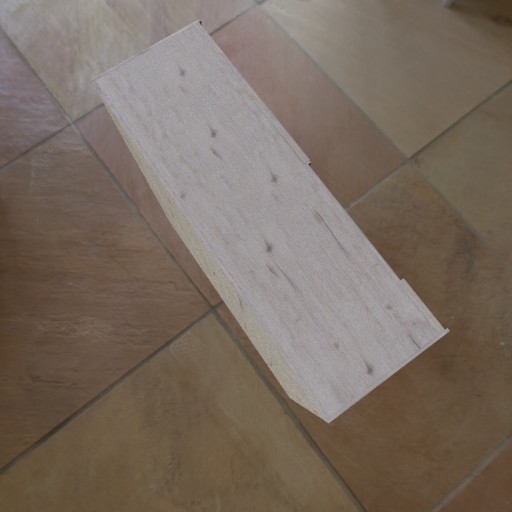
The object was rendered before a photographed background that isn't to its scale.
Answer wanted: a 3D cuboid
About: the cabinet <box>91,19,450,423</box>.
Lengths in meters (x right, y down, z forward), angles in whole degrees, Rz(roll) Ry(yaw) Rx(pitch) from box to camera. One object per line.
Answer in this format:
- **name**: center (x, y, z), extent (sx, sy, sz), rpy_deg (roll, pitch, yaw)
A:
- **cabinet**: center (0.000, 0.000, 3.142), extent (0.660, 2.180, 2.000), rpy_deg (-34, 77, -9)
